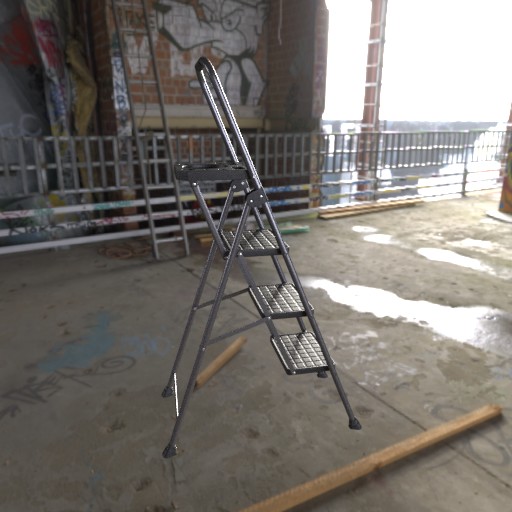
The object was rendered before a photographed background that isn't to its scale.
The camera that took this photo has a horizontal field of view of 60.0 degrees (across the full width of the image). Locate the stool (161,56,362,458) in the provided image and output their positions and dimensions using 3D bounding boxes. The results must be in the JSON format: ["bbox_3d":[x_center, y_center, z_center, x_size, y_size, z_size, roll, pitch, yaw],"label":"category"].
[{"bbox_3d":[0.000,0.000,1.575,0.733,1.277,0.396,-4,17,-11],"label":"stool"}]
